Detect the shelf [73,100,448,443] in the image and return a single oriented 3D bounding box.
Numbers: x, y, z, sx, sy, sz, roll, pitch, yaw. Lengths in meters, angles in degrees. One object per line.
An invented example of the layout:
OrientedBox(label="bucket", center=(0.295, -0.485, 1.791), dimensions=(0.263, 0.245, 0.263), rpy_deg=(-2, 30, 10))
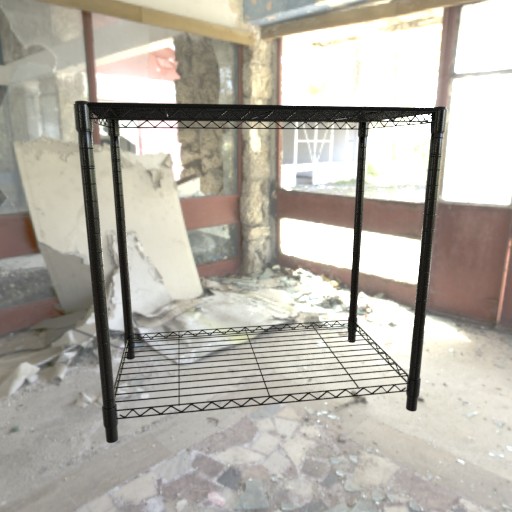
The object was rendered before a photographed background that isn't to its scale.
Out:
OrientedBox(label="shelf", center=(0.000, 0.000, 0.906), dimensions=(0.589, 0.564, 0.338), rpy_deg=(-2, 14, -9))
